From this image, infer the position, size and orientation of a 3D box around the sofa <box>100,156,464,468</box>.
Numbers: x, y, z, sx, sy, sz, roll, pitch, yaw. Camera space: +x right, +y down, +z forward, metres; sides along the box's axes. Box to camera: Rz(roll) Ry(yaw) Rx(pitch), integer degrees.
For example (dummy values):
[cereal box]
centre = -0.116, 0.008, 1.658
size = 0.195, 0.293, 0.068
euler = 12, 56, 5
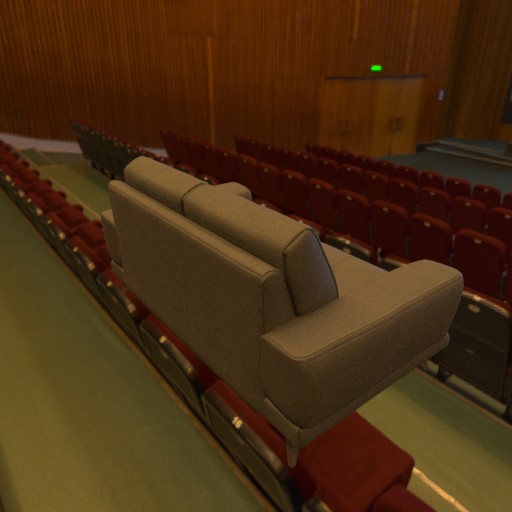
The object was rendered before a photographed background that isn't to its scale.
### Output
[sofa]
centre = 0.000, 0.000, 2.344
size = 1.018, 0.907, 1.806
euler = -19, 32, -34
